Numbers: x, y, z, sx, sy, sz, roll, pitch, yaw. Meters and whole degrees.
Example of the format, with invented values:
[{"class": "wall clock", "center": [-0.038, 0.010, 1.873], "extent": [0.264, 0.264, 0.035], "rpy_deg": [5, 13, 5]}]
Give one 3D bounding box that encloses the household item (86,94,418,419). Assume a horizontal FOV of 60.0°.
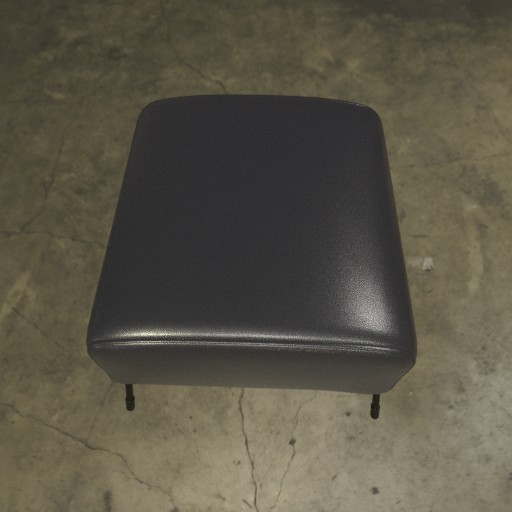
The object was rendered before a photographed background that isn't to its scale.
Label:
[{"class": "household item", "center": [0.000, 0.000, 0.883], "extent": [0.530, 0.410, 0.530], "rpy_deg": [2, 59, 1]}]
